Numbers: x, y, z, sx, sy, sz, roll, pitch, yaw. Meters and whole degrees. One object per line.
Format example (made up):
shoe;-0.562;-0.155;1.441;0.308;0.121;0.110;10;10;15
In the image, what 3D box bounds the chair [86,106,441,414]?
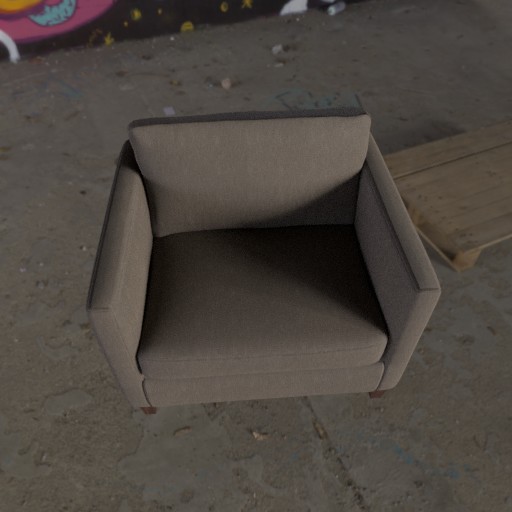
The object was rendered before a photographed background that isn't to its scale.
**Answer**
chair;0.000;0.000;1.809;1.107;0.963;0.959;-3;47;-3
